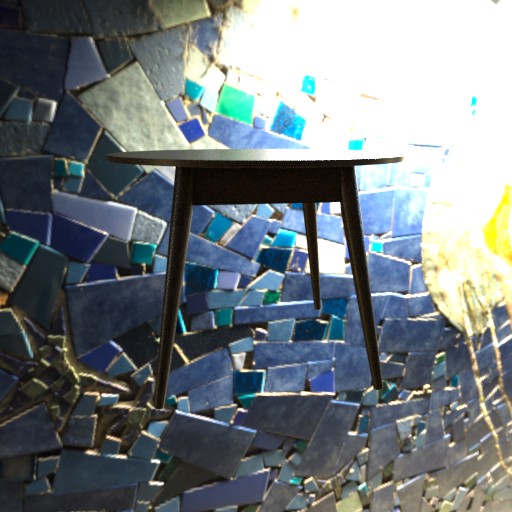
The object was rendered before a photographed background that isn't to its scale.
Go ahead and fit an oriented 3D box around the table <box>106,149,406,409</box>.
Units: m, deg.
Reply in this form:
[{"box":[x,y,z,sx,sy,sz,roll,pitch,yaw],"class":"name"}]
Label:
[{"box":[0.000,0.000,1.734,1.053,0.786,1.053,0,15,0],"class":"table"}]
